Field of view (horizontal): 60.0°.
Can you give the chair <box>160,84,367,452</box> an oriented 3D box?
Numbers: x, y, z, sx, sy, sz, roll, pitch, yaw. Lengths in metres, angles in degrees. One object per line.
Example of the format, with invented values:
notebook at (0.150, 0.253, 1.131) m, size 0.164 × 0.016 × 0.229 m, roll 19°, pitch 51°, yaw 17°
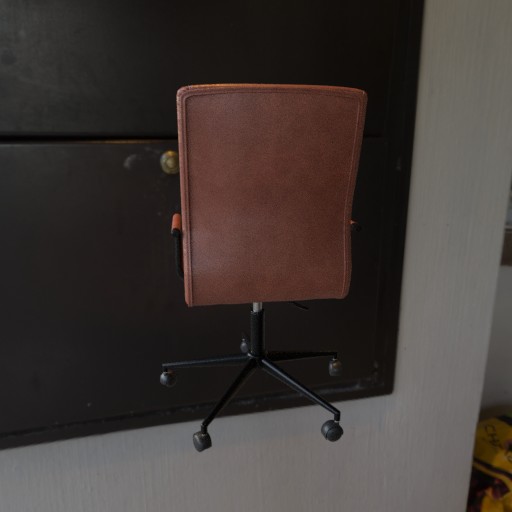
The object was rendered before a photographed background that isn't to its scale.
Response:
chair at (0.000, 0.000, 1.296) m, size 0.600 × 0.878 × 0.578 m, roll -2°, pitch 14°, yaw -9°
